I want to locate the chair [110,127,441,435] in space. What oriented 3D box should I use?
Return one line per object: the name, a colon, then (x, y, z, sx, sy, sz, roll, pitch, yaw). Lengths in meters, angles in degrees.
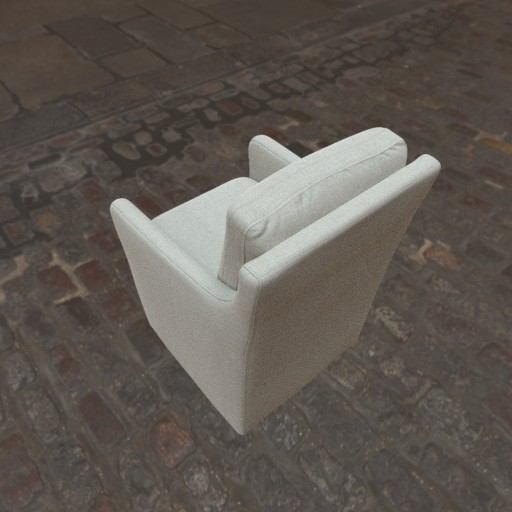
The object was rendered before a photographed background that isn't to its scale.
chair: (0.000, 0.000, 1.386, 0.626, 0.914, 0.694, -31, 54, -27)
